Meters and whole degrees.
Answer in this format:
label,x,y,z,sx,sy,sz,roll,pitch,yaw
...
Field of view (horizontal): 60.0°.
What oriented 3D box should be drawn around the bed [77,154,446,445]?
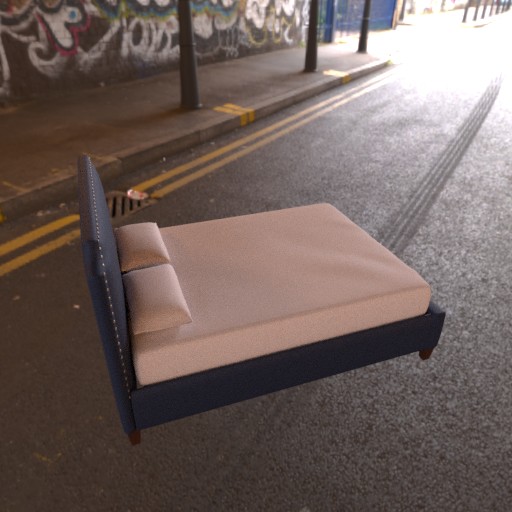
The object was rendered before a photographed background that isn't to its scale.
label,x,y,z,sx,sy,sz,roll,pitch,yaw
bed,0.000,0.000,3.436,2.372,1.443,1.712,-10,32,-17
